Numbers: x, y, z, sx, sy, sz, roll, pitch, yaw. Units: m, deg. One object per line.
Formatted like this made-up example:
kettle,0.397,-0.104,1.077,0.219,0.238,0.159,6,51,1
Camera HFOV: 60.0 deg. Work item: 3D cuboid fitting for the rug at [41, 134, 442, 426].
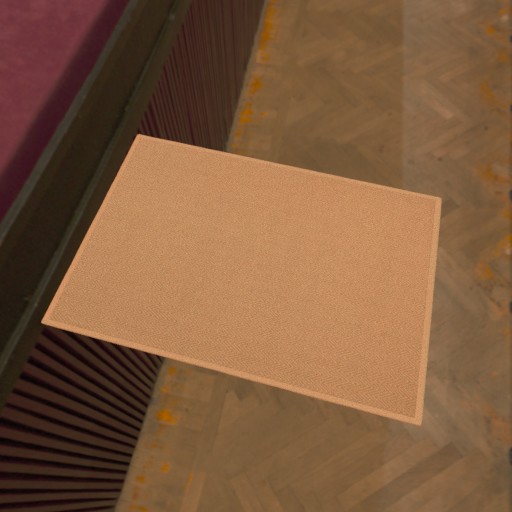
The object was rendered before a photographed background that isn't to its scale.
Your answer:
rug,0.000,0.000,2.845,2.244,0.017,1.532,13,63,7
